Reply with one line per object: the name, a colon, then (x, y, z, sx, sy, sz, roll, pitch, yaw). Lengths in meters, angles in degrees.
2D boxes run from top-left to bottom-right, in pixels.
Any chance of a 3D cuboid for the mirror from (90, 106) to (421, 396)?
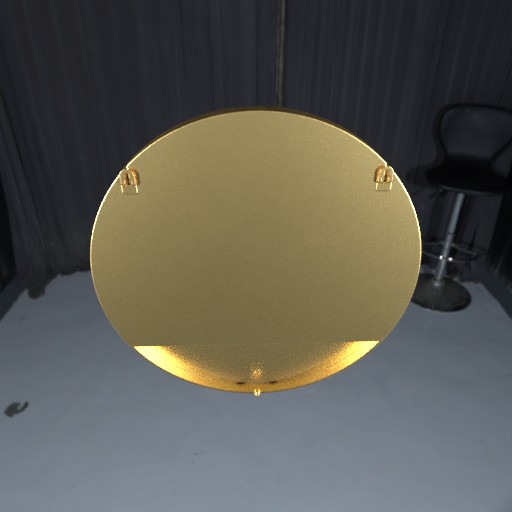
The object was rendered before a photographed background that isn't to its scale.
mirror: (0.000, 0.000, 0.676, 0.457, 0.457, 0.133, -1, 30, -2)
